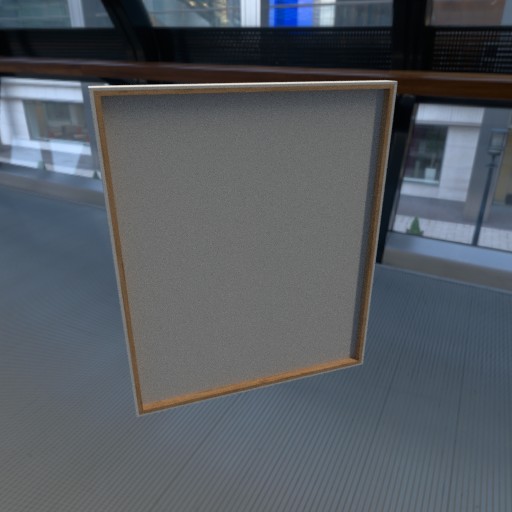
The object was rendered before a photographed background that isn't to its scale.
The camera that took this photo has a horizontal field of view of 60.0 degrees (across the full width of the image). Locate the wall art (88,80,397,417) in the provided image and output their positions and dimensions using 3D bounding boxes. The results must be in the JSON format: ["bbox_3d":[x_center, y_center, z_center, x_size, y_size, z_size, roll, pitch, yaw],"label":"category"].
[{"bbox_3d":[0.000,0.000,0.834,0.508,0.606,0.037,-8,26,-17],"label":"wall art"}]
